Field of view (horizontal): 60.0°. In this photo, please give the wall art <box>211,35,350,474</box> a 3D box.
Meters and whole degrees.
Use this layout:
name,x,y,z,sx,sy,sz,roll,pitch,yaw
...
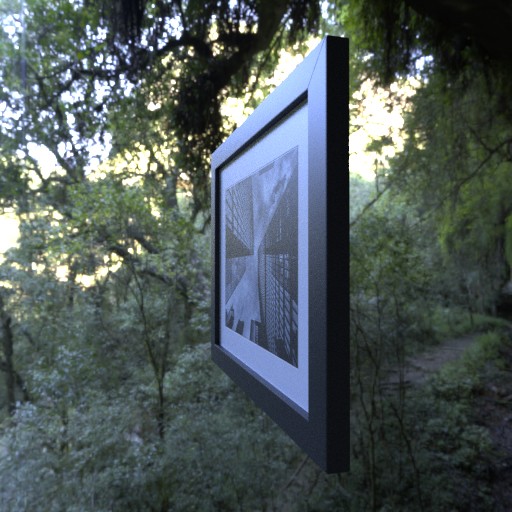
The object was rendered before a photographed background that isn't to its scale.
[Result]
name,x,y,z,sx,sy,sz,roll,pitch,yaw
wall art,0.000,0.000,0.726,0.031,0.457,0.558,0,-1,-18
